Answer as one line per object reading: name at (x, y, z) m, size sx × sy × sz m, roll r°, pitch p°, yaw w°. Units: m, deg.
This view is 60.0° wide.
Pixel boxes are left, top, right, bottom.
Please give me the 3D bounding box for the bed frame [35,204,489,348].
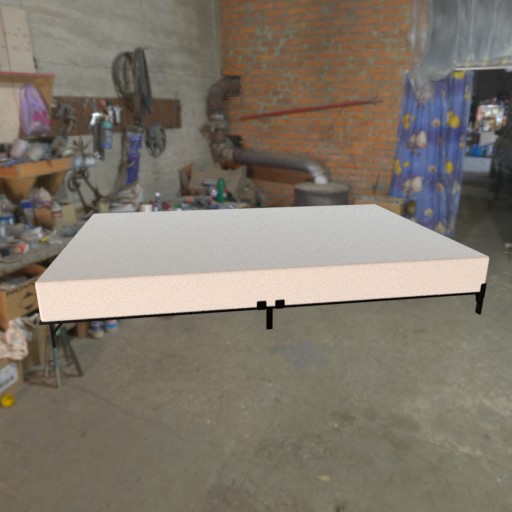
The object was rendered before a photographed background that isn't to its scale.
bed frame at (0.000, 0.000, 3.804) m, size 2.987 × 0.440 × 1.930 m, roll -3°, pitch 18°, yaw -9°
